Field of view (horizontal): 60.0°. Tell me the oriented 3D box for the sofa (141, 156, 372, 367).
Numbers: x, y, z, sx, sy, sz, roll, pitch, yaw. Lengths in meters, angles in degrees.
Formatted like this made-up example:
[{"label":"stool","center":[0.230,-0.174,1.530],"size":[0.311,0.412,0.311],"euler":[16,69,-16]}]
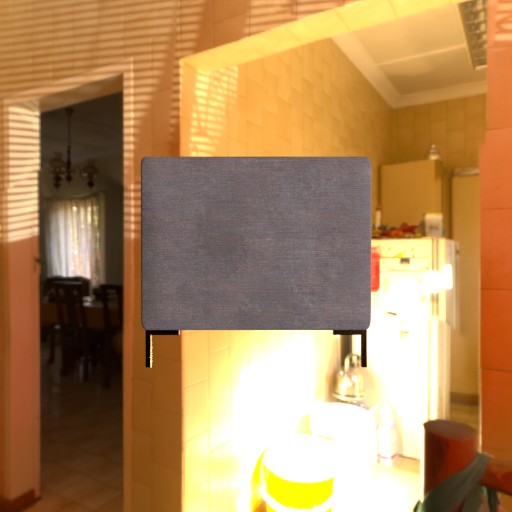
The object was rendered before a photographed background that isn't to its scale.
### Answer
[{"label":"sofa","center":[0.000,0.000,2.284],"size":[0.686,0.635,1.981],"euler":[0,1,0]}]
